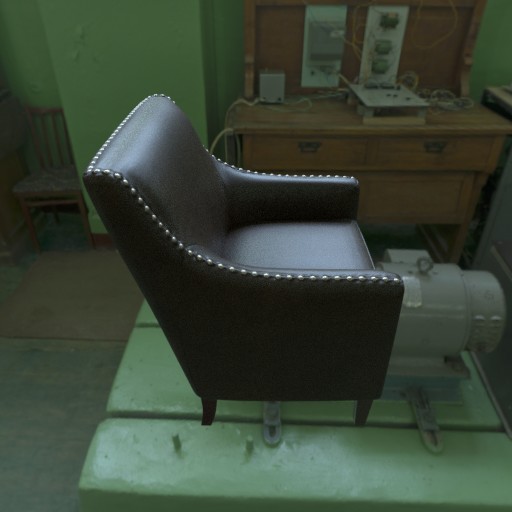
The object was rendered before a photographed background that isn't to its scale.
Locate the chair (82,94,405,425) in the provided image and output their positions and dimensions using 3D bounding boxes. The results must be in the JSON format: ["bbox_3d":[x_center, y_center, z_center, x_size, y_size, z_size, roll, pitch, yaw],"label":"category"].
[{"bbox_3d":[0.000,0.000,1.325,0.704,0.813,0.639,0,34,0],"label":"chair"}]
